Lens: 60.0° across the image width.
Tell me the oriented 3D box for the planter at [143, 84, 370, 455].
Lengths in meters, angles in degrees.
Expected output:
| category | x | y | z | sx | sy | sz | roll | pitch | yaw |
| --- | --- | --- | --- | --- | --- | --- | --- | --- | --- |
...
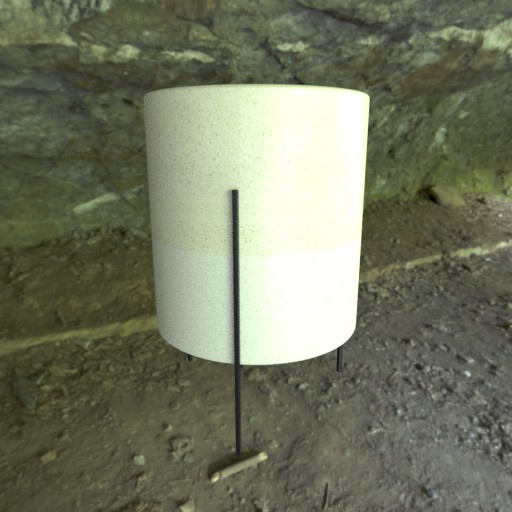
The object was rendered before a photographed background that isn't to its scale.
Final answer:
| category | x | y | z | sx | sy | sz | roll | pitch | yaw |
| --- | --- | --- | --- | --- | --- | --- | --- | --- | --- |
| planter | 0.000 | 0.000 | 0.709 | 0.324 | 0.483 | 0.333 | 2 | 15 | 8 |
